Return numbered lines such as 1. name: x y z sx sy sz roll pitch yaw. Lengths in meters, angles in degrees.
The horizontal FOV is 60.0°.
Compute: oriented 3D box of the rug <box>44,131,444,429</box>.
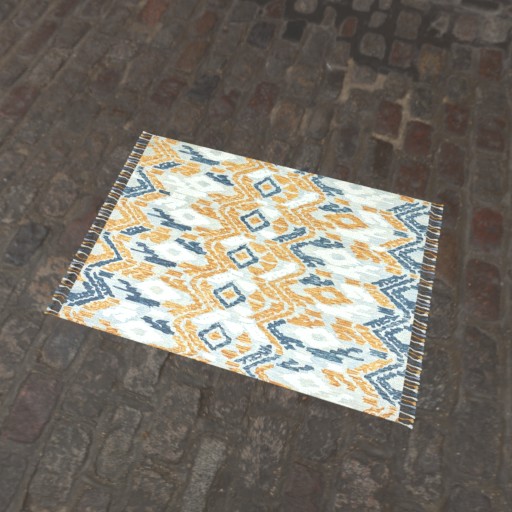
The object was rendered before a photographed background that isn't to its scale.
1. rug: 0.000 0.000 2.335 1.827 0.008 1.230 15 65 7
